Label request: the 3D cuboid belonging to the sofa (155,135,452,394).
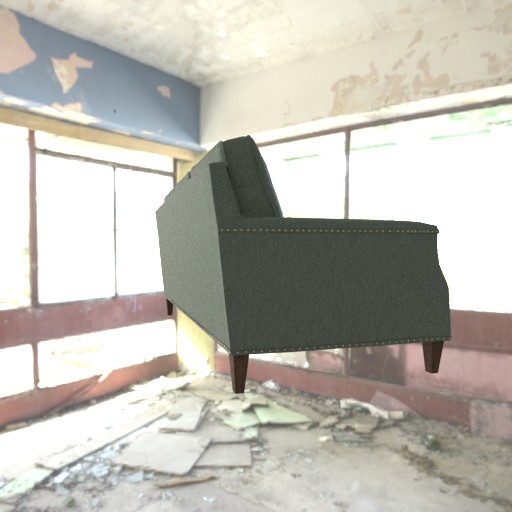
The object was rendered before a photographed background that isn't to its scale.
[{"bbox_3d":[0.000,0.000,2.799,1.084,1.003,2.246,0,1,-18],"label":"sofa"}]
